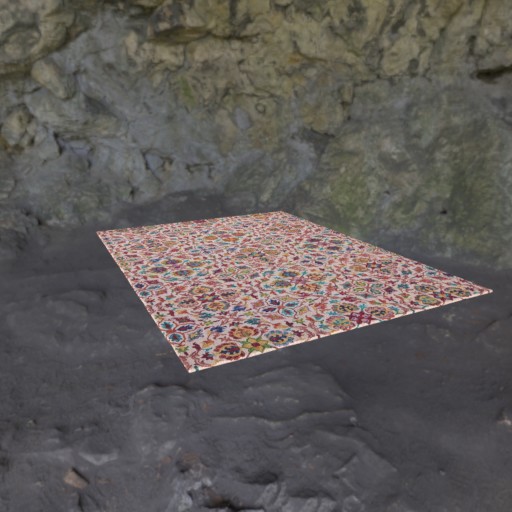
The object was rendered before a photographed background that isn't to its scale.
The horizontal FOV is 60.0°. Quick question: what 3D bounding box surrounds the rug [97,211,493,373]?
[{"bbox_3d":[0.000,0.000,4.228,2.446,0.020,3.215,-9,20,-26],"label":"rug"}]
